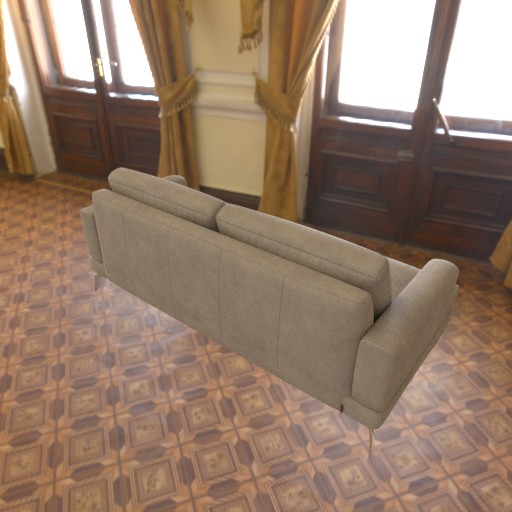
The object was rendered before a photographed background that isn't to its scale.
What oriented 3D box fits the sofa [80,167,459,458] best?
[{"bbox_3d":[0.000,0.000,2.508,2.013,0.830,0.980,22,37,32],"label":"sofa"}]
